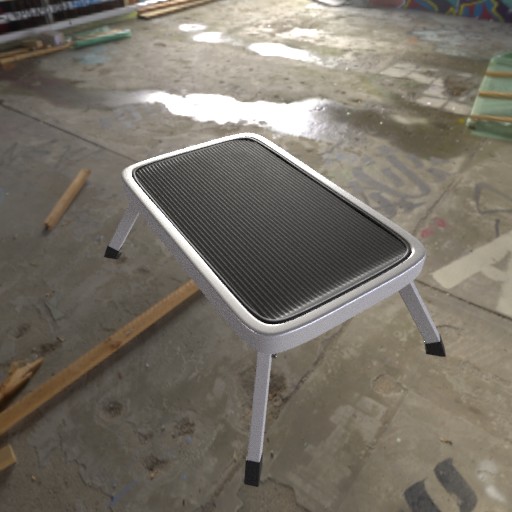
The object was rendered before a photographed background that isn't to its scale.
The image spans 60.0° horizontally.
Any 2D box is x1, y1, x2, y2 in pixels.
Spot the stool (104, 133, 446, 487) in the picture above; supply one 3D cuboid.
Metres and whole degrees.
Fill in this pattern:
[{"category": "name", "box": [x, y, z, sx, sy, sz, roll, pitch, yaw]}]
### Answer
[{"category": "stool", "box": [0.000, 0.000, 0.617, 0.320, 0.170, 0.460, -23, 46, -25]}]
